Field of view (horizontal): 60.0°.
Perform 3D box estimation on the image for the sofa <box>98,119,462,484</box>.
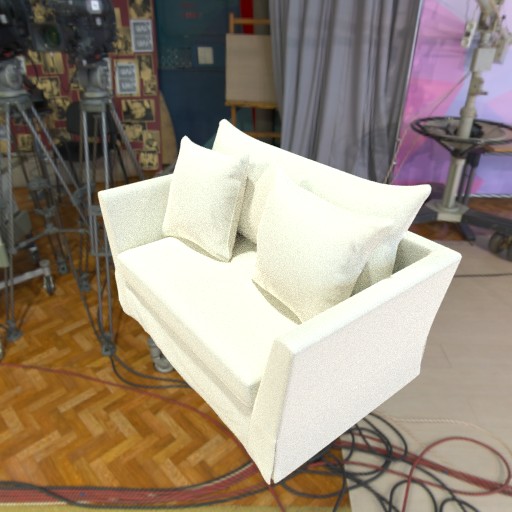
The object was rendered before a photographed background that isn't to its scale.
[{"bbox_3d":[0.000,0.000,2.256,1.026,1.039,1.608,-22,37,-32],"label":"sofa"}]
